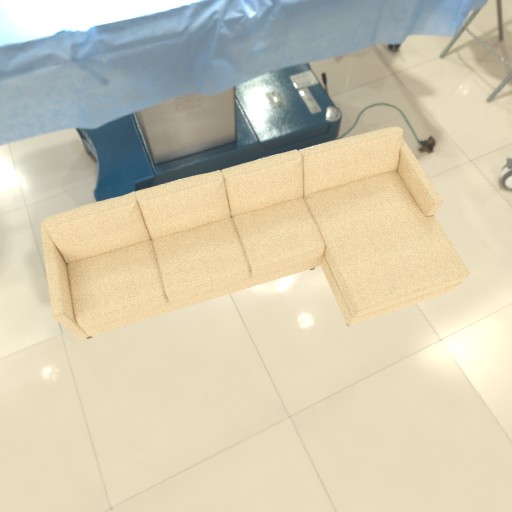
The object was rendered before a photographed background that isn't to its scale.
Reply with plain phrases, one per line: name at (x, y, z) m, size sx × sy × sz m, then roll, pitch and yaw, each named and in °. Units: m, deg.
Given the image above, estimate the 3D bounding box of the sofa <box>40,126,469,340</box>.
sofa at (0.000, 0.000, 4.001) m, size 3.471 × 0.954 × 1.603 m, roll -17°, pitch 64°, yaw -8°
